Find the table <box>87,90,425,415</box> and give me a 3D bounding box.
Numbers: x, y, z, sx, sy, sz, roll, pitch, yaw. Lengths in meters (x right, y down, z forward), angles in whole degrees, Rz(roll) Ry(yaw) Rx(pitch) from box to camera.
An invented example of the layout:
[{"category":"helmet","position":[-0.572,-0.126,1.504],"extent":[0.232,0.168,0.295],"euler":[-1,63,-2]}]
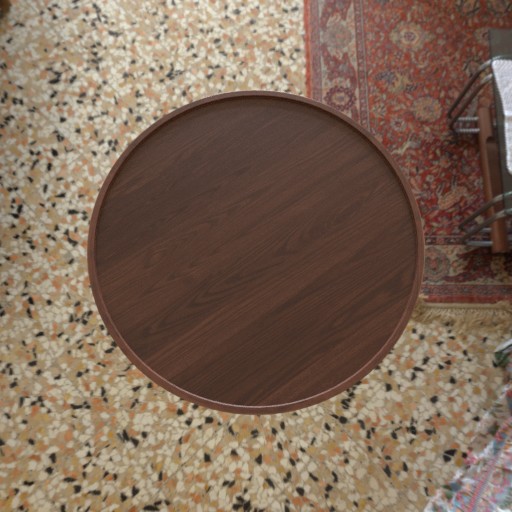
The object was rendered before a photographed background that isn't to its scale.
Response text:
[{"category":"table","position":[0.000,0.000,1.227],"extent":[0.800,0.360,0.800],"euler":[0,75,0]}]
